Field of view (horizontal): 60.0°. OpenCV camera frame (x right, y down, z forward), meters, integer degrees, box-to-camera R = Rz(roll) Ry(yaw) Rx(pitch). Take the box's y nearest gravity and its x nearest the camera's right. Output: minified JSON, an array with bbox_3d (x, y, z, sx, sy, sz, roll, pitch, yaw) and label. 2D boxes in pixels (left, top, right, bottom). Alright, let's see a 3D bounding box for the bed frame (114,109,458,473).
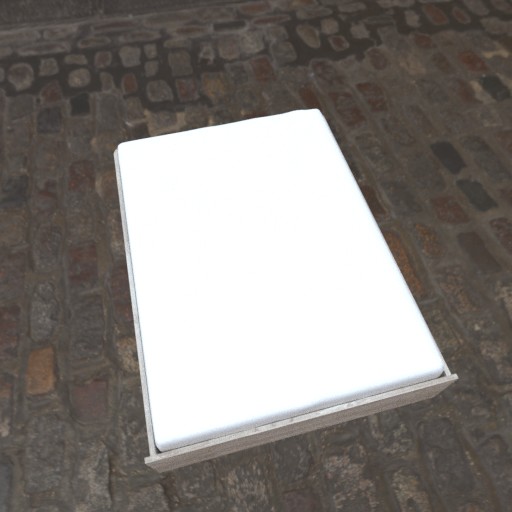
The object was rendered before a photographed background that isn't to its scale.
[{"bbox_3d":[0.000,0.000,2.611,1.490,0.462,1.950,-12,59,-8],"label":"bed frame"}]
